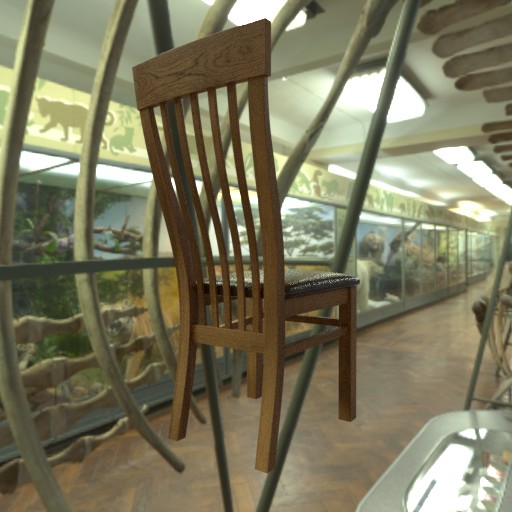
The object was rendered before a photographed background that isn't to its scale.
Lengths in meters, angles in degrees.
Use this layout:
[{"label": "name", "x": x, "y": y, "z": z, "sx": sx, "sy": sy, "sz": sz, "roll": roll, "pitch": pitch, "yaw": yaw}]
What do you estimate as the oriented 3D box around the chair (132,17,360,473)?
[{"label": "chair", "x": 0.000, "y": 0.000, "z": 1.327, "sx": 0.450, "sy": 1.050, "sz": 0.580, "roll": 0, "pitch": 1, "yaw": 36}]
